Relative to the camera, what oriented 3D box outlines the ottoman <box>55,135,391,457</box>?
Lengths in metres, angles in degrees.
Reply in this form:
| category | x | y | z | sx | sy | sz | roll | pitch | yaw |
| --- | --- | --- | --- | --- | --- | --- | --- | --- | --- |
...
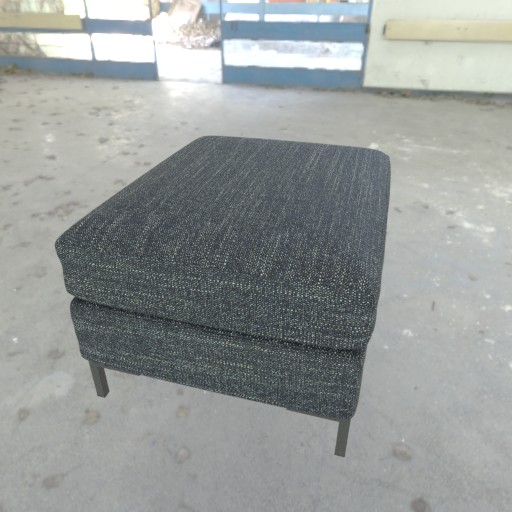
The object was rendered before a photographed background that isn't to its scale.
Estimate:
| category | x | y | z | sx | sy | sz | roll | pitch | yaw |
| --- | --- | --- | --- | --- | --- | --- | --- | --- | --- |
| ottoman | 0.000 | 0.000 | 1.237 | 0.667 | 0.491 | 0.814 | 8 | 32 | 14 |
